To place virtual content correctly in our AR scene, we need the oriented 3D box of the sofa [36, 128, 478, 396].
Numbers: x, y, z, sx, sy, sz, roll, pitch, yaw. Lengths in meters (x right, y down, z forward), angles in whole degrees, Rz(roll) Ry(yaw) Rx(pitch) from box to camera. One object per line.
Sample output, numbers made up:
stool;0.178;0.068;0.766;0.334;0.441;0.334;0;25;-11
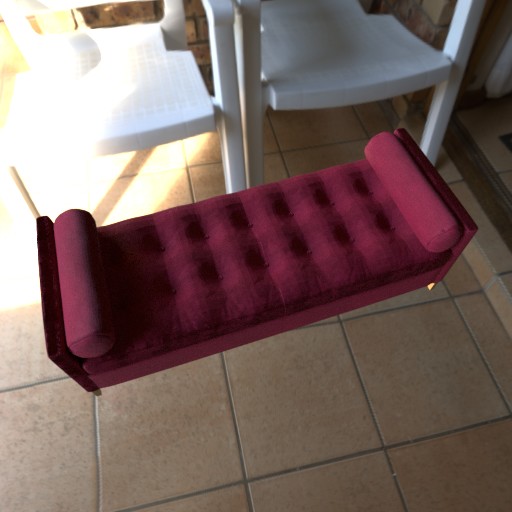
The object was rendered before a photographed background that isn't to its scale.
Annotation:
sofa;0.000;0.000;2.445;2.102;0.705;0.796;-16;59;-10
